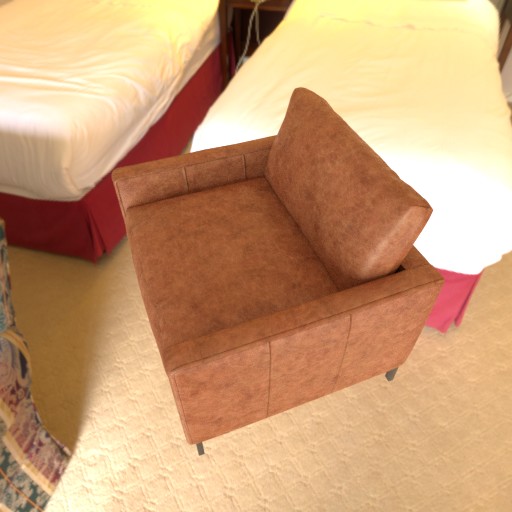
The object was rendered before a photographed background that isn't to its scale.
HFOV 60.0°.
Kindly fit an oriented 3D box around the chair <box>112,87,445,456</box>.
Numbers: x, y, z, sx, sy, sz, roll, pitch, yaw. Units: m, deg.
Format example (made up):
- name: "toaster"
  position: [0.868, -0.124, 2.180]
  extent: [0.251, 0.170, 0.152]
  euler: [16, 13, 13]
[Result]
- name: "chair"
  position: [0.000, 0.000, 1.639]
  extent: [0.862, 0.869, 0.967]
  euler: [-16, 48, -15]
